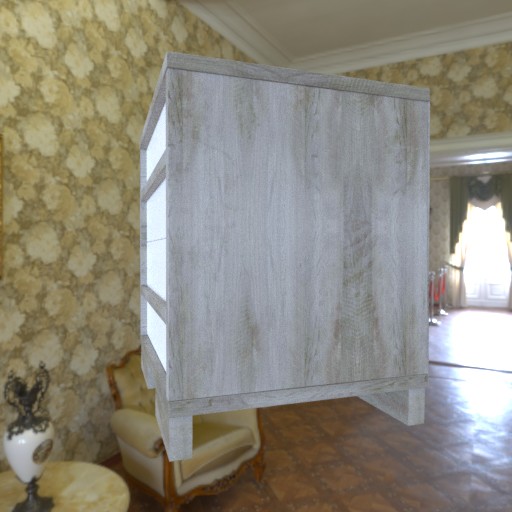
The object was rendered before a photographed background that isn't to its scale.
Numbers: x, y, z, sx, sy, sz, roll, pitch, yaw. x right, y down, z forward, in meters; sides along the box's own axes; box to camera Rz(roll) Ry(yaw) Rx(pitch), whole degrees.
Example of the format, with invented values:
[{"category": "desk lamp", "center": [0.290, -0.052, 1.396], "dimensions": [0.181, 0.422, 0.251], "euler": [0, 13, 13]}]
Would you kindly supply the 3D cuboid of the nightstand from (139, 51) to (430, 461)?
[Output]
[{"category": "nightstand", "center": [0.000, 0.000, 0.738], "dimensions": [0.347, 0.448, 0.427], "euler": [0, 1, -19]}]
